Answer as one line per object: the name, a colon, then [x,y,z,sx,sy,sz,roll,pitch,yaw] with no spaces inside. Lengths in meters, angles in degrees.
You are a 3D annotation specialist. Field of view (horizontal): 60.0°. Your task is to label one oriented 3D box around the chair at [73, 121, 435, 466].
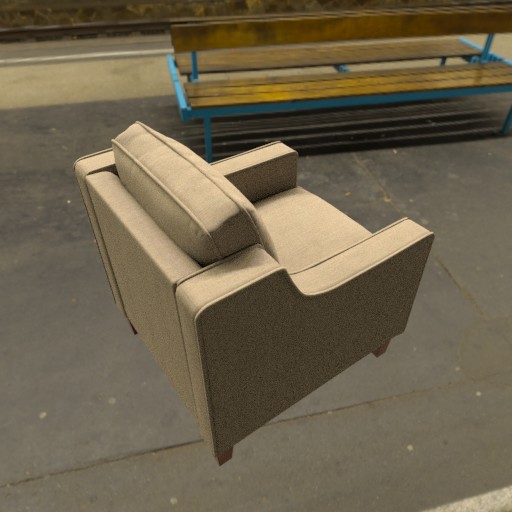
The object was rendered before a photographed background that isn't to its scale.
chair: [0.000,0.000,1.627,0.909,0.960,0.831,-25,46,-26]
